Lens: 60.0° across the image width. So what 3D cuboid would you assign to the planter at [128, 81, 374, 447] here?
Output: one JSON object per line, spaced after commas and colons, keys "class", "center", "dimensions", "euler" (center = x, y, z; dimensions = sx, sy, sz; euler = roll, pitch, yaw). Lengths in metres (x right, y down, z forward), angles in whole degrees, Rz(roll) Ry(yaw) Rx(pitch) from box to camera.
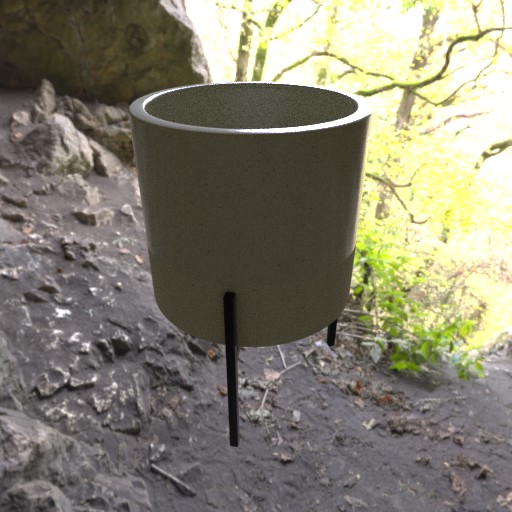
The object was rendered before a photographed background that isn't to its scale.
{"class": "planter", "center": [0.000, 0.000, 0.341], "dimensions": [0.159, 0.230, 0.152], "euler": [-11, 32, -18]}
